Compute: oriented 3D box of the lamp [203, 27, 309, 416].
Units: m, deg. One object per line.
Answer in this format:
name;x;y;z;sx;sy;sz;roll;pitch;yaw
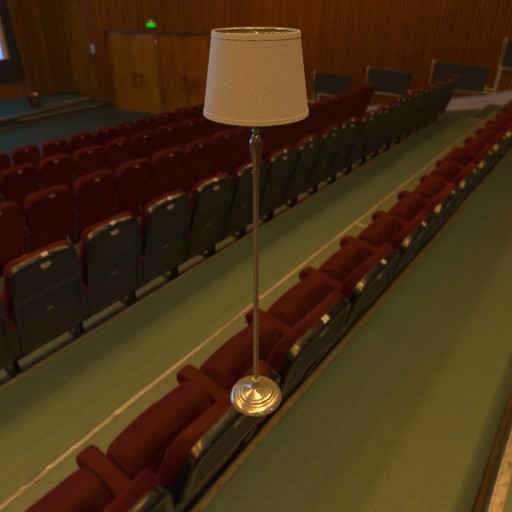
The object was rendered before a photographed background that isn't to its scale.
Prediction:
lamp;0.000;0.000;1.655;0.327;1.506;0.327;21;37;30
